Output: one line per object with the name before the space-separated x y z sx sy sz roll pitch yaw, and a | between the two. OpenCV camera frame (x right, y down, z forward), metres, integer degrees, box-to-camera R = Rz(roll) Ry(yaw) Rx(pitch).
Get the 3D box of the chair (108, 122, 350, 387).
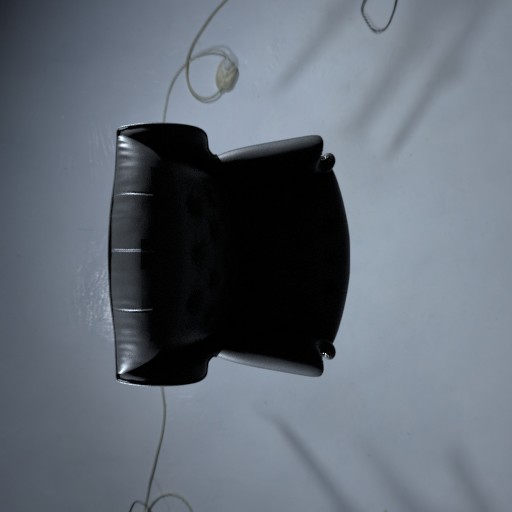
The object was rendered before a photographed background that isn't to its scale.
chair | 0.000 0.000 1.642 0.762 1.111 0.838 0 89 -1
